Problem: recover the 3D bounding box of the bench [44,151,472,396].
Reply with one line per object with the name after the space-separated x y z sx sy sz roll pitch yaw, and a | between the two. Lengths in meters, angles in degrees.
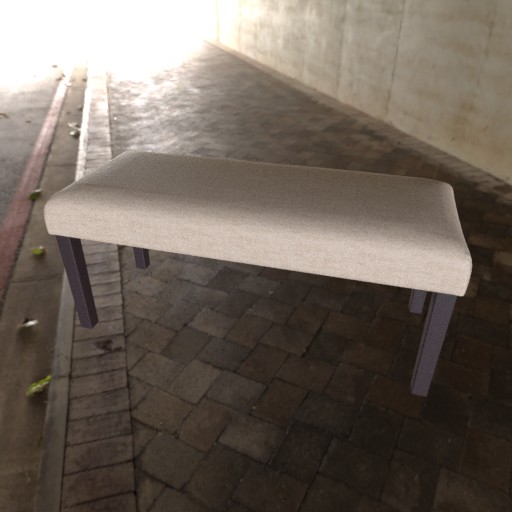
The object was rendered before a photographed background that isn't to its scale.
0.000 0.000 1.254 1.013 0.456 0.407 8 32 13 | bench
